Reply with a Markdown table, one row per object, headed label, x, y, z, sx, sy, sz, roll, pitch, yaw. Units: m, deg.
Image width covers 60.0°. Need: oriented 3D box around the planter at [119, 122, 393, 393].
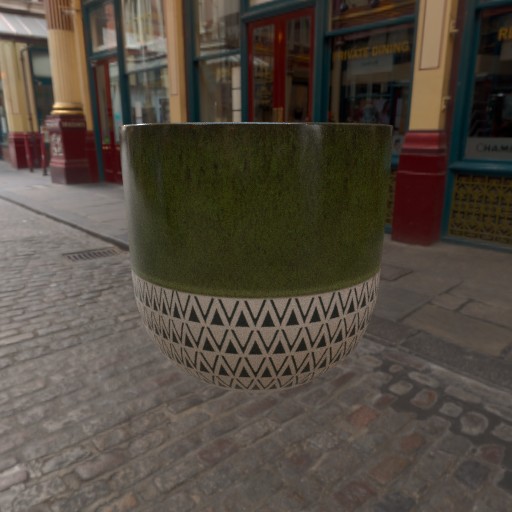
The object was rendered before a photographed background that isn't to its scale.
| label | x | y | z | sx | sy | sz | roll | pitch | yaw |
| --- | --- | --- | --- | --- | --- | --- | --- | --- | --- |
| planter | 0.000 | 0.000 | 0.481 | 0.266 | 0.270 | 0.266 | 0 | 15 | 0 |
